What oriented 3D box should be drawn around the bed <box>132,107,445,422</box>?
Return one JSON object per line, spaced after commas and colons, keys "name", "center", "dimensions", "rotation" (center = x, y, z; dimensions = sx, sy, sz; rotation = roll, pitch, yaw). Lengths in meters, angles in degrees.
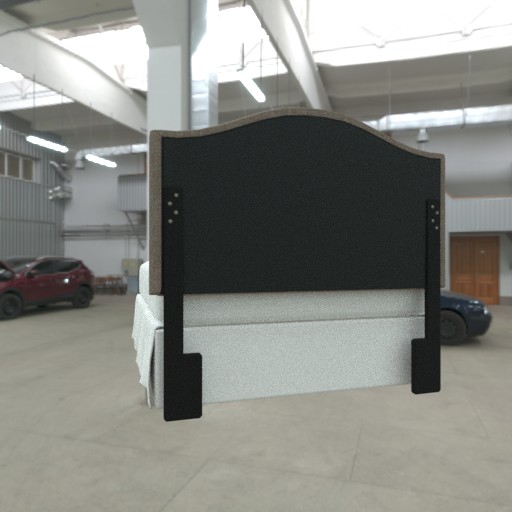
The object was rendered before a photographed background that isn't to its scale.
{"name": "bed", "center": [0.000, 0.000, 3.275], "dimensions": [1.713, 1.518, 2.153], "rotation": [0, 0, -17]}
